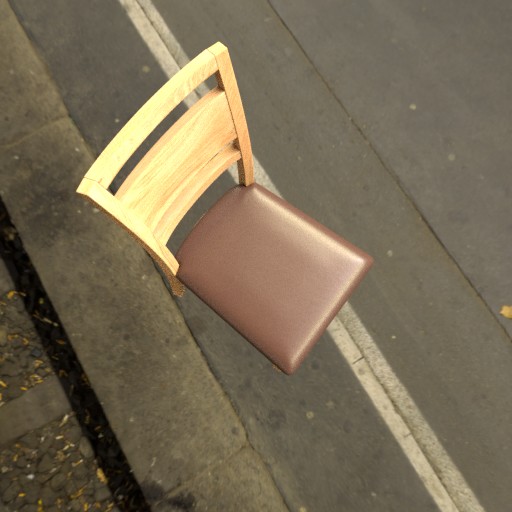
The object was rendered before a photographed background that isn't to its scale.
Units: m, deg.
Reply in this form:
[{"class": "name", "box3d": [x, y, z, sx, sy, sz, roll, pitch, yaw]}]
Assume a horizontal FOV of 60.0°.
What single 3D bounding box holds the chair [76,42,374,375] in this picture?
[{"class": "chair", "box3d": [0.000, 0.000, 1.232, 0.545, 0.940, 0.420, 37, 78, 9]}]
